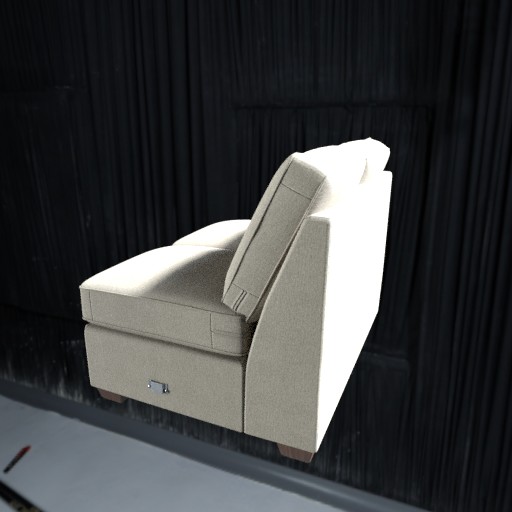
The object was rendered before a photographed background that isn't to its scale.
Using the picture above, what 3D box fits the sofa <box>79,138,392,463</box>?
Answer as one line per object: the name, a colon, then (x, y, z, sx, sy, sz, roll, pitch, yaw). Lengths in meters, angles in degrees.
sofa: (0.000, 0.000, 2.005, 0.978, 1.006, 1.232, 7, 19, 23)
